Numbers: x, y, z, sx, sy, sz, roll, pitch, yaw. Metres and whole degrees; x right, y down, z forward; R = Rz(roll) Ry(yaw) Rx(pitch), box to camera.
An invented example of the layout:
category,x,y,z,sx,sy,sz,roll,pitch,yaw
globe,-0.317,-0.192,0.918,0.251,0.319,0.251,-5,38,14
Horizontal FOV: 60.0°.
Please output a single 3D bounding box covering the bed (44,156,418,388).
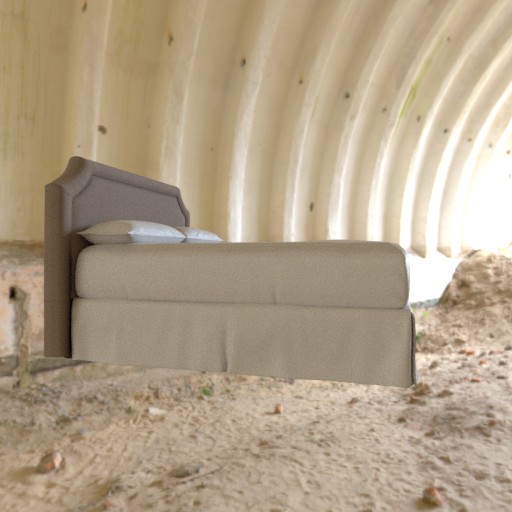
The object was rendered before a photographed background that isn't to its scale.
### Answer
category,x,y,z,sx,sy,sz,roll,pitch,yaw
bed,0.000,0.000,3.234,2.164,1.303,1.828,0,0,17
